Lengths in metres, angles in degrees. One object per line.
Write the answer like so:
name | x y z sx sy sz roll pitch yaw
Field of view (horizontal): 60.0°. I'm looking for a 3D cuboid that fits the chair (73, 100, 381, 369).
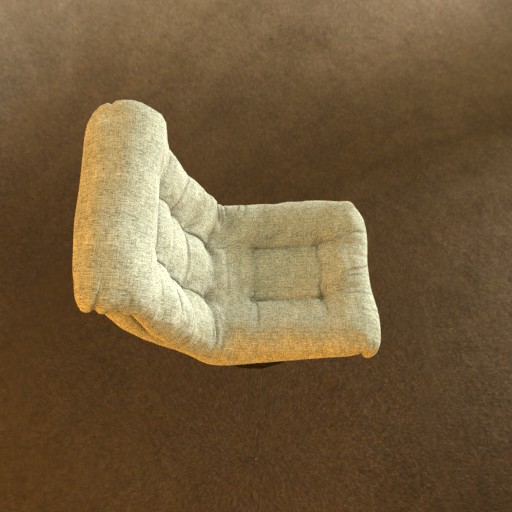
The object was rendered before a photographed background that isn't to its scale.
chair | 0.000 0.000 0.966 0.583 0.600 0.400 -2 65 -1
